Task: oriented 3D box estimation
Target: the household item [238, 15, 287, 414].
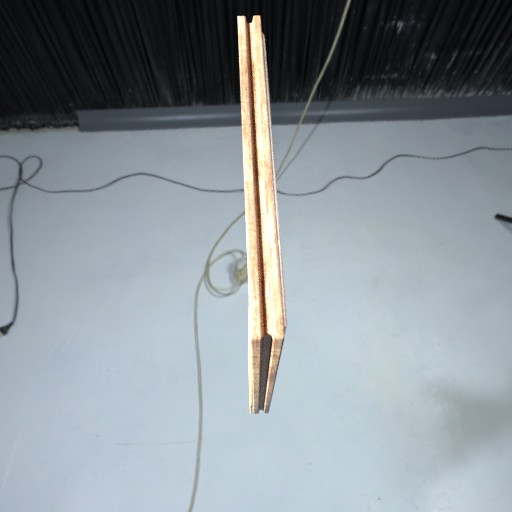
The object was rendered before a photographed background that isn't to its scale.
[{"bbox_3d":[0.000,0.000,0.315,0.018,0.237,0.186,-2,64,-1],"label":"household item"}]
